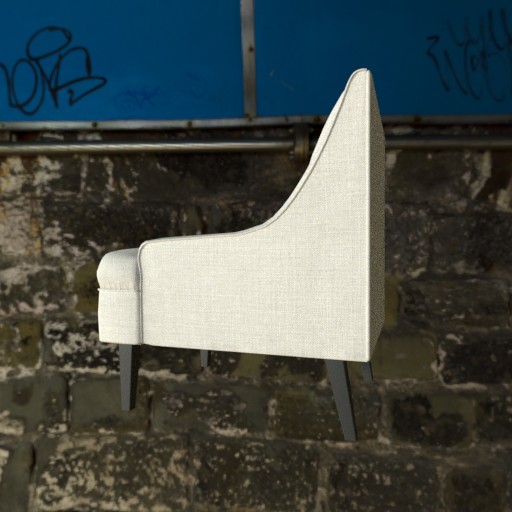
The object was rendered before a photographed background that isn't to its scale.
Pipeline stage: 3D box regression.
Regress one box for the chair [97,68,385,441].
[{"bbox_3d":[0.000,0.000,1.436,0.772,0.891,0.658,0,0,19],"label":"chair"}]
